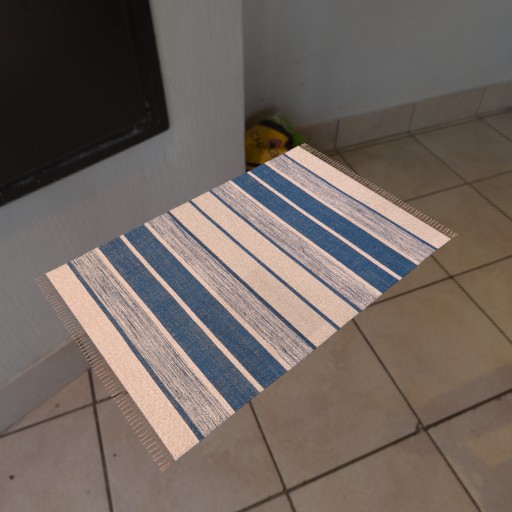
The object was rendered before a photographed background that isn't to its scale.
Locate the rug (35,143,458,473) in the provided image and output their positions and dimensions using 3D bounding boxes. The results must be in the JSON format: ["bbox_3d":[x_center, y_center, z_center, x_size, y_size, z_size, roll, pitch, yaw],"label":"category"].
[{"bbox_3d":[0.000,0.000,2.983,2.441,0.010,1.532,-32,54,-26],"label":"rug"}]
